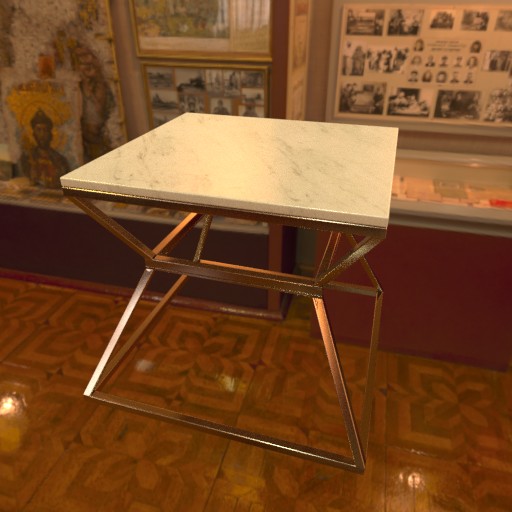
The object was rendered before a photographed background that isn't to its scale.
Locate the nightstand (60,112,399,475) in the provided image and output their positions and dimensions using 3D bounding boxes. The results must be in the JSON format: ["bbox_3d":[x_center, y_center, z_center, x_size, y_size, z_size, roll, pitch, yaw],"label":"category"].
[{"bbox_3d":[0.000,0.000,0.867,0.513,0.426,0.514,9,31,15],"label":"nightstand"}]
